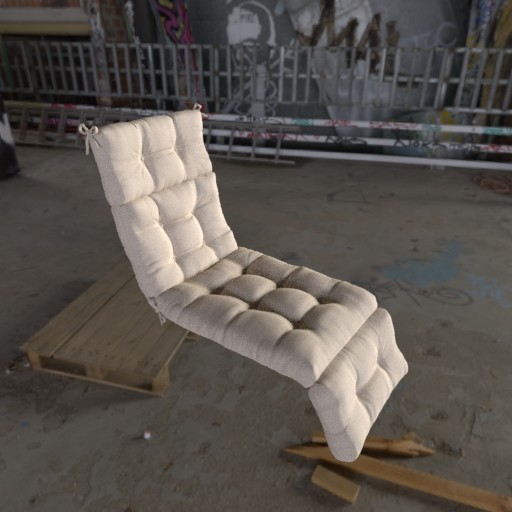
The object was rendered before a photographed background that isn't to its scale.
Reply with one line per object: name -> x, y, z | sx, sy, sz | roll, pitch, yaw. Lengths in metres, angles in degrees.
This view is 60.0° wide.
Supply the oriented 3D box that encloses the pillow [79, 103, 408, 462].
pillow -> 0.000, 0.000, 1.490 | 1.016, 0.863, 0.526 | 18, 32, 31
